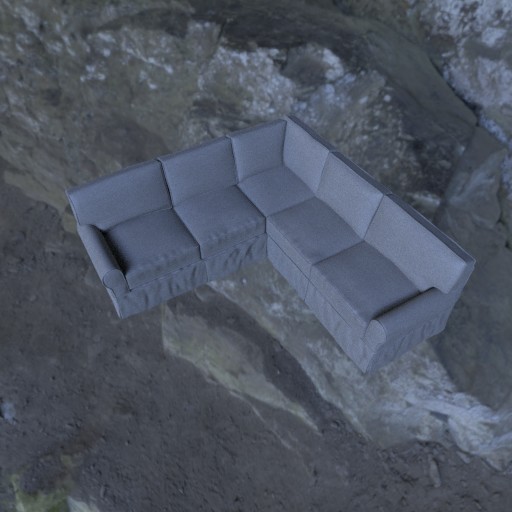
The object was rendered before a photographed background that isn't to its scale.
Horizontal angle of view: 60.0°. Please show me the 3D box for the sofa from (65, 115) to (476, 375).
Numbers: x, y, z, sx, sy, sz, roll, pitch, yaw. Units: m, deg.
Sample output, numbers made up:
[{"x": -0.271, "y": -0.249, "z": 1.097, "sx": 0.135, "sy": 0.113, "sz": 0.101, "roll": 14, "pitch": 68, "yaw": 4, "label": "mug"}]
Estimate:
[{"x": 0.000, "y": 0.000, "z": 4.065, "sx": 2.618, "sy": 1.081, "sz": 2.623, "roll": -24, "pitch": 52, "yaw": -21, "label": "sofa"}]
